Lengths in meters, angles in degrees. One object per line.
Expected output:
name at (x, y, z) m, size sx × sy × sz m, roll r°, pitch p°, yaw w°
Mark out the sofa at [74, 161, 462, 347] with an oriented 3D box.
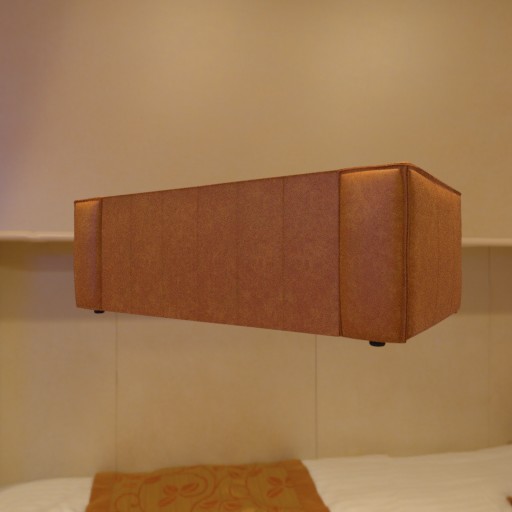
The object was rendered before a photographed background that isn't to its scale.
sofa at (0.000, 0.000, 2.588) m, size 2.088 × 0.703 × 1.102 m, roll 0°, pitch 0°, yaw 34°
